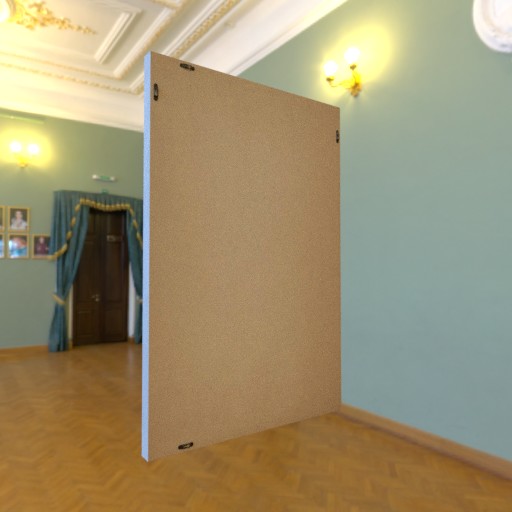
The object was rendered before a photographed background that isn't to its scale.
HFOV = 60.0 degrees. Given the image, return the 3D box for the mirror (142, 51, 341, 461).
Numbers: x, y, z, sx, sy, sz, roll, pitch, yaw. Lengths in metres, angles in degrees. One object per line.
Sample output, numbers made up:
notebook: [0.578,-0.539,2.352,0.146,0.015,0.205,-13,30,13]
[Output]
mirror: [0.000,0.000,1.177,0.609,0.915,0.041,1,-2,-36]
